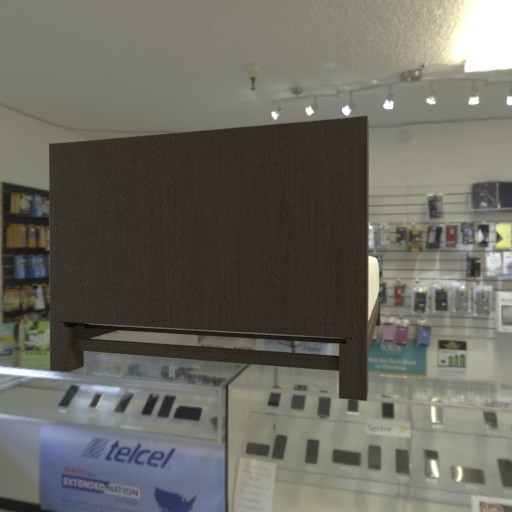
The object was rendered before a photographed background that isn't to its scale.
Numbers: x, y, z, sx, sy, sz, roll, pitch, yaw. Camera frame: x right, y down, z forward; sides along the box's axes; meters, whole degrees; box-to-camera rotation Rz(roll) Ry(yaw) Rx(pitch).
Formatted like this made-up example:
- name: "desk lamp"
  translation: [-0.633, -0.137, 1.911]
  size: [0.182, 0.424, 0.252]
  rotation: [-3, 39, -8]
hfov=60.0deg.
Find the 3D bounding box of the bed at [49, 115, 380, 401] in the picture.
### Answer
- name: "bed"
  translation: [0.000, 0.000, 3.296]
  size: [1.727, 1.270, 2.242]
  rotation: [0, 1, 17]
